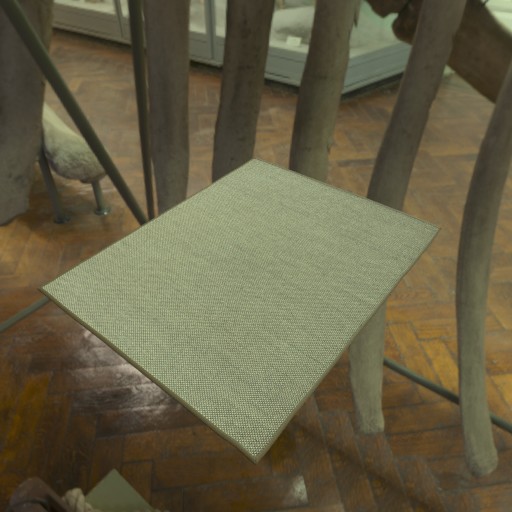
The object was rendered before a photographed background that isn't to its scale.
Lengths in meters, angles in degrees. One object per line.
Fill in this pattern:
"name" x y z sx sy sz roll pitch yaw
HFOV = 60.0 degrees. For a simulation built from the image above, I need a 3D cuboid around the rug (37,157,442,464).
"rug" 0.000 0.000 4.131 2.413 0.020 3.041 27 47 28
